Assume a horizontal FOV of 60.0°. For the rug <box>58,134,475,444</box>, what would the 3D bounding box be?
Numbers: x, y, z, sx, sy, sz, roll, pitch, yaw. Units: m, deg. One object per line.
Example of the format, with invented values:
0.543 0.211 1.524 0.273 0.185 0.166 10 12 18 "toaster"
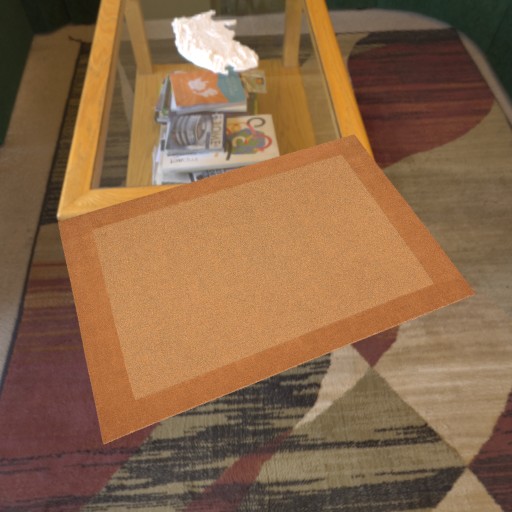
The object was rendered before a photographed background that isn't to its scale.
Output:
0.000 0.000 2.290 1.829 0.014 1.219 -19 59 -12 "rug"
